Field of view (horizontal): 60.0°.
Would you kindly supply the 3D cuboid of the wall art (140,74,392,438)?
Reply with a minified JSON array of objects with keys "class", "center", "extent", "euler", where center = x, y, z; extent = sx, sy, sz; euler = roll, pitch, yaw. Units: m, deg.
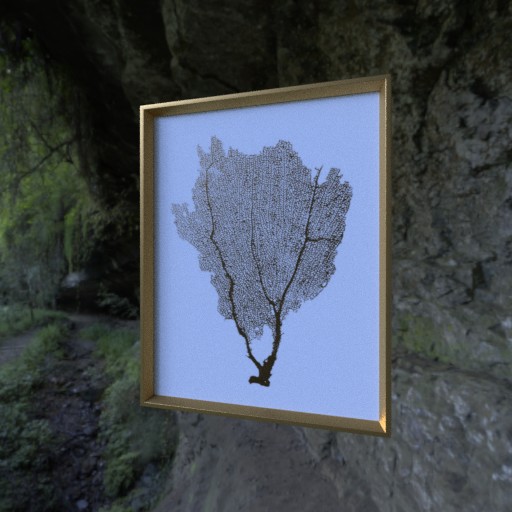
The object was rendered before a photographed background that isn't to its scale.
[{"class":"wall art","center":[0.000,0.000,1.044],"extent":[0.610,0.762,0.038],"euler":[0,0,19]}]
